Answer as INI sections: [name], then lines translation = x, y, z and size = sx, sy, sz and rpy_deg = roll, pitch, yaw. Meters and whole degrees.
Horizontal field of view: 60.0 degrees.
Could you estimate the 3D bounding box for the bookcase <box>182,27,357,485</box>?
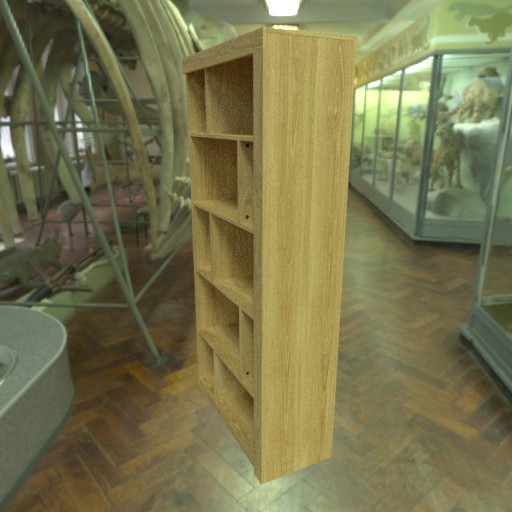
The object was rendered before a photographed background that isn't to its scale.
[bookcase]
translation = 0.000, 0.000, 2.366
size = 0.420, 2.020, 0.950
rpy_deg = -8, 19, -25
